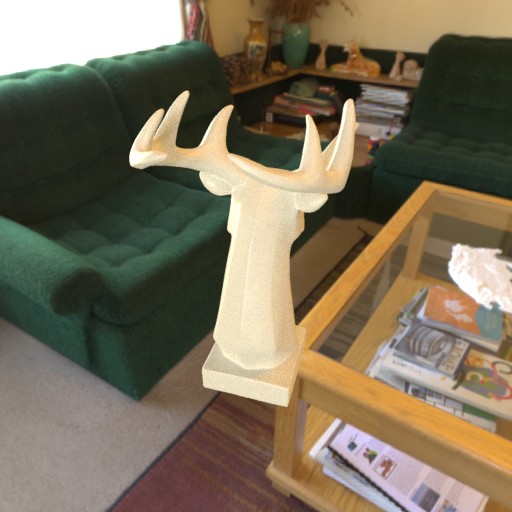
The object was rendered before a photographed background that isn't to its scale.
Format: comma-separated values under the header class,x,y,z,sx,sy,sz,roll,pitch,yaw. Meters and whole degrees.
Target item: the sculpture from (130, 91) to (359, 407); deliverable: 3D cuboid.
class,x,y,z,sx,sy,sz,roll,pitch,yaw
sculpture,0.000,0.000,0.459,0.174,0.329,0.224,9,34,14
